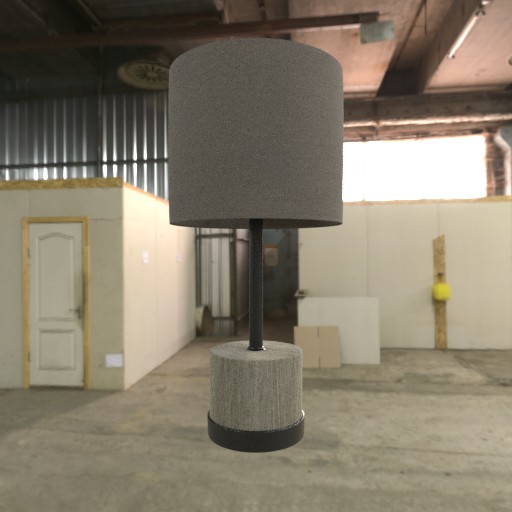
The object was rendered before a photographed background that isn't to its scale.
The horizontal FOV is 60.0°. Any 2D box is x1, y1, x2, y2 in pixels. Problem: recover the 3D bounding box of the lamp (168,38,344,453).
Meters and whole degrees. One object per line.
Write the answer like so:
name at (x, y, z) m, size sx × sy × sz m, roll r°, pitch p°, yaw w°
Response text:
lamp at (0.000, 0.000, 0.591) m, size 0.229 × 0.470 × 0.229 m, roll 0°, pitch 1°, yaw 35°
